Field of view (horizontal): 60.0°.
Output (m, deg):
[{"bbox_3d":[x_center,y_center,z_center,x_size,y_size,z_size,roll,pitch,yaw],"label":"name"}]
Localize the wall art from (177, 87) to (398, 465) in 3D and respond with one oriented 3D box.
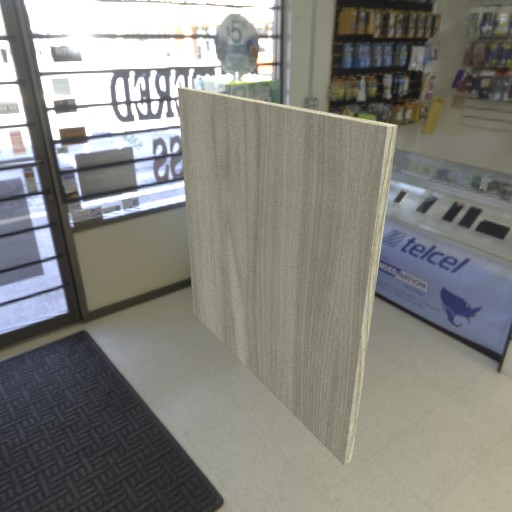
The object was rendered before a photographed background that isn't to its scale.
[{"bbox_3d":[0.000,0.000,0.762,0.016,0.507,0.508,-17,31,-30],"label":"wall art"}]
